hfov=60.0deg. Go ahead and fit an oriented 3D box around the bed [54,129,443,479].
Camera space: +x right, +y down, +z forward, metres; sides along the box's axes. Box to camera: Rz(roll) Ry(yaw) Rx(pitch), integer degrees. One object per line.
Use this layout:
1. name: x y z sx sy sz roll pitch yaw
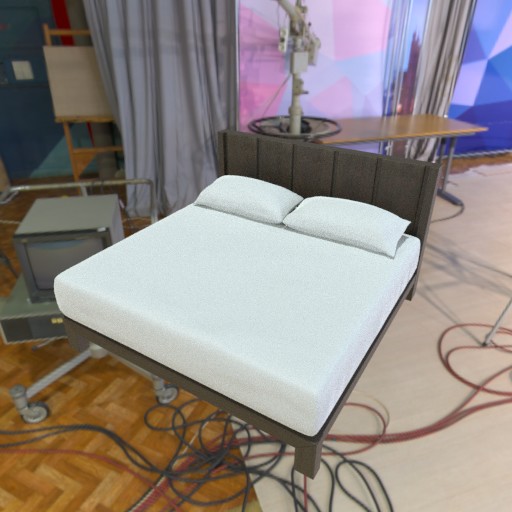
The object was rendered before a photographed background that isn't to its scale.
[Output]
1. bed: 0.000 0.000 3.529 2.143 1.261 2.238 17 34 27
